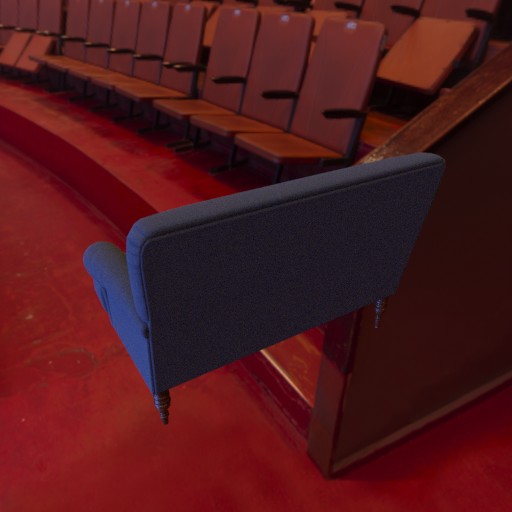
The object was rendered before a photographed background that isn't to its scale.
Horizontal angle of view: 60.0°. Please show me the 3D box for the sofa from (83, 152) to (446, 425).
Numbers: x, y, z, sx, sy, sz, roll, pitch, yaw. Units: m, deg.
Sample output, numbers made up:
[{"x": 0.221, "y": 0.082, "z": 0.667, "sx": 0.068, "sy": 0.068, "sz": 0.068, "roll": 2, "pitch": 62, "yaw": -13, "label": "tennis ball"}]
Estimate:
[{"x": 0.000, "y": 0.000, "z": 1.852, "sx": 1.297, "sy": 0.889, "sz": 0.779, "roll": -17, "pitch": 35, "yaw": -26, "label": "sofa"}]
